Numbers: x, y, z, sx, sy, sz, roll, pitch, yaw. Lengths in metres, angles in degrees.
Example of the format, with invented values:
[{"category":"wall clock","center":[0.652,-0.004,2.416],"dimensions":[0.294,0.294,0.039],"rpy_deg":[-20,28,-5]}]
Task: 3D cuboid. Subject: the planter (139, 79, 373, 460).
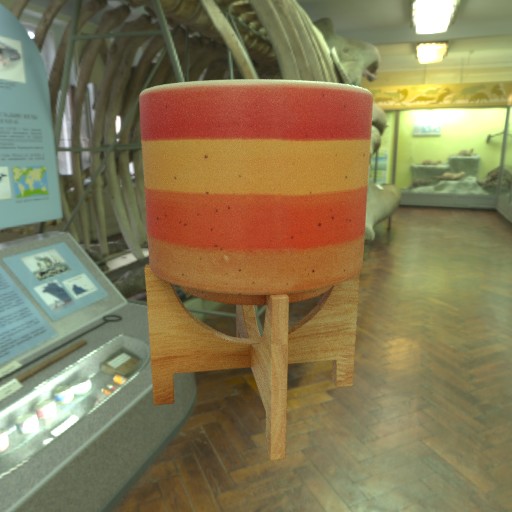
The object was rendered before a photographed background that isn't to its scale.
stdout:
[{"category":"planter","center":[0.000,0.000,0.550],"dimensions":[0.269,0.379,0.269],"rpy_deg":[0,14,0]}]
